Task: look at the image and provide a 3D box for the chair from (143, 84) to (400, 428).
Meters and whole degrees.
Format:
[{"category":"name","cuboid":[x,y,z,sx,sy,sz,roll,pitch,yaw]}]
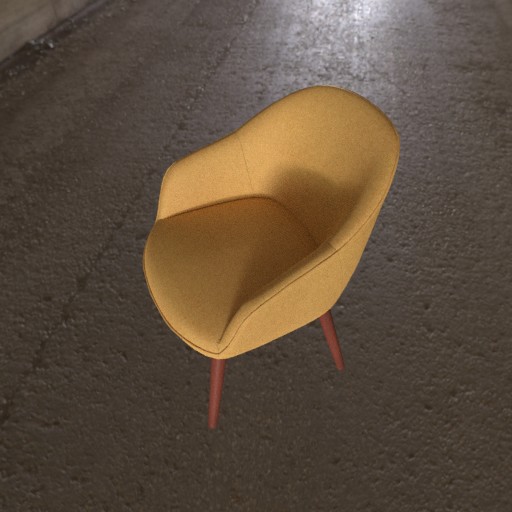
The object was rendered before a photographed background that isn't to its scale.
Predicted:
[{"category":"chair","cuboid":[0.000,0.000,1.292,0.635,0.823,0.596,-19,49,-17]}]
